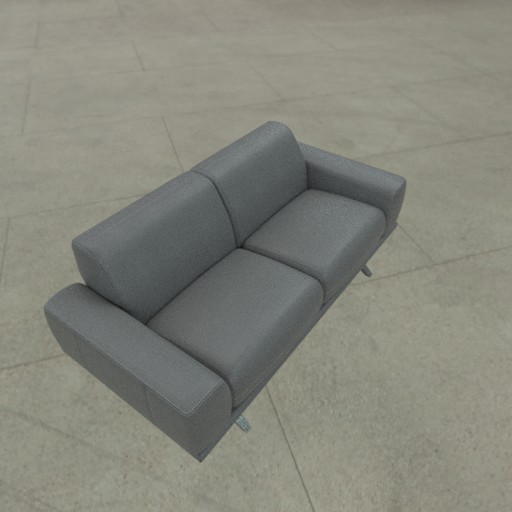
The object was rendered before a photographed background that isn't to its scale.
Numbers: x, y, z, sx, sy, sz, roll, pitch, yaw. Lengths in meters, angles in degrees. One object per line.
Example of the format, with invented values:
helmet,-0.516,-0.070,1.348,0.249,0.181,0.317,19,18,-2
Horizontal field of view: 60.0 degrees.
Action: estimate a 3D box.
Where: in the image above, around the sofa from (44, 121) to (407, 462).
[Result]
sofa,0.000,0.000,2.341,0.900,0.772,1.901,26,48,27
